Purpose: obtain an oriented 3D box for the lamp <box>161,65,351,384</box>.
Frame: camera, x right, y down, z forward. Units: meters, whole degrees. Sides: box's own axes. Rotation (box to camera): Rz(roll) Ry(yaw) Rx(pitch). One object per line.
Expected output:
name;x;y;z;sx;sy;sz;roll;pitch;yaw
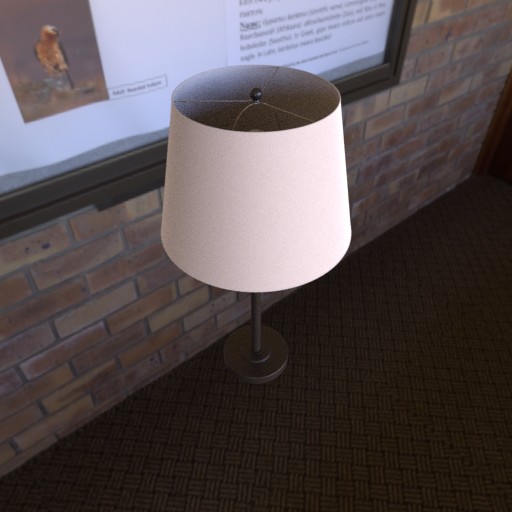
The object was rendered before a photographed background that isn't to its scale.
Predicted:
lamp;0.000;0.000;0.913;0.363;0.696;0.363;0;42;0
